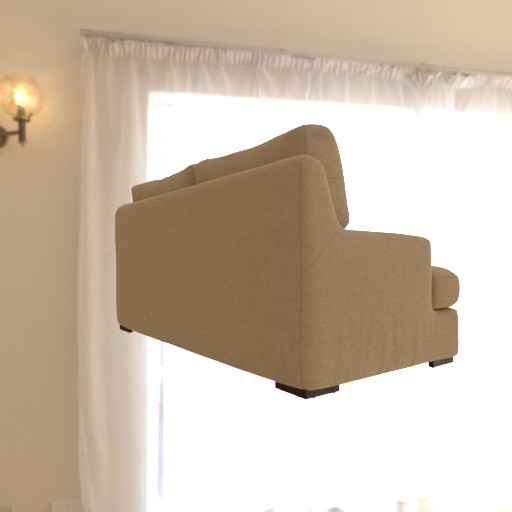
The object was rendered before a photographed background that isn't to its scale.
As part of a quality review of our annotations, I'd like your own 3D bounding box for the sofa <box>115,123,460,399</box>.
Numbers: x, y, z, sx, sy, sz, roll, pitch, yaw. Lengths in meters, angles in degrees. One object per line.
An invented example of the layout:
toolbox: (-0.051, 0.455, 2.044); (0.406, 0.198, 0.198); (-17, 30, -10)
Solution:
sofa: (0.000, 0.000, 2.454); (0.962, 0.967, 1.885); (0, 0, -36)
